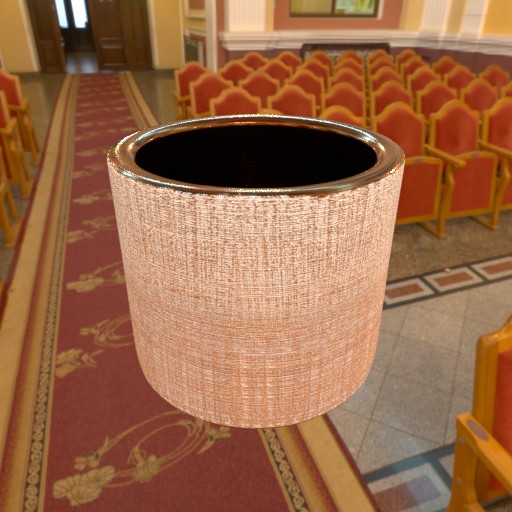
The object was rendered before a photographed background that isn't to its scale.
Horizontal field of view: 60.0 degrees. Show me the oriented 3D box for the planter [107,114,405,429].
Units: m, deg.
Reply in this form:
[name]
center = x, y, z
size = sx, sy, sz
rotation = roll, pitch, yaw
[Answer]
[planter]
center = 0.000, 0.000, 0.307
size = 0.177, 0.157, 0.177
rotation = 0, 29, 0
